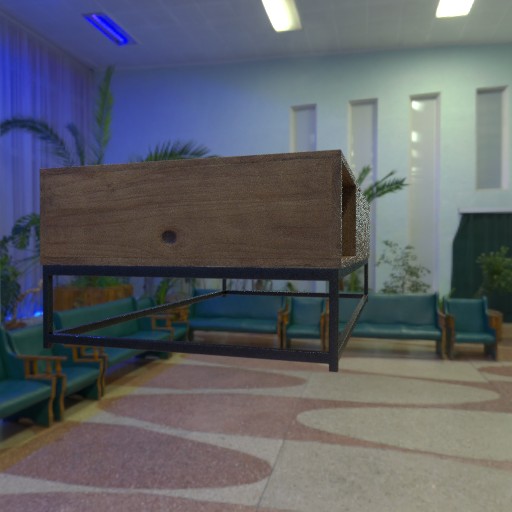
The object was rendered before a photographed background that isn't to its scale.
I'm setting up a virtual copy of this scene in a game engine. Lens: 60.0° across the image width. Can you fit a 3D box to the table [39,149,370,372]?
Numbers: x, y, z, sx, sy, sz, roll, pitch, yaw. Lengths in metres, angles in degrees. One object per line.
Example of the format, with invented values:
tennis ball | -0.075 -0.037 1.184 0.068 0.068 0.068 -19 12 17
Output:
table | 0.000 0.000 1.401 0.655 0.395 1.101 0 1 17
